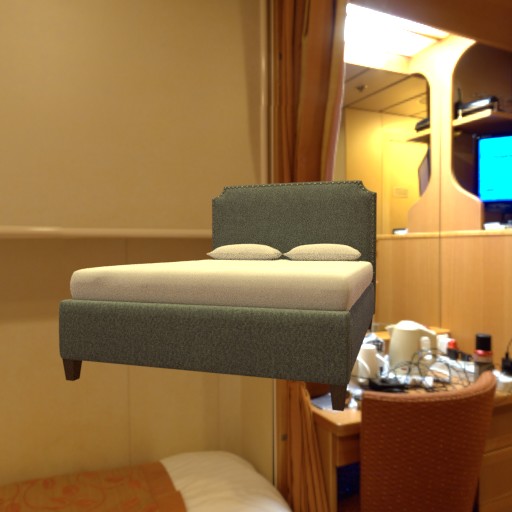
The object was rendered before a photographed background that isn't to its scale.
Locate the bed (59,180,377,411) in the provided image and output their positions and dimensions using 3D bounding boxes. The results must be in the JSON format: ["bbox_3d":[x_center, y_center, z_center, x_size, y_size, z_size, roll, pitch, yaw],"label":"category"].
[{"bbox_3d":[0.000,0.000,3.458,1.712,1.443,2.372,0,1,18],"label":"bed"}]
